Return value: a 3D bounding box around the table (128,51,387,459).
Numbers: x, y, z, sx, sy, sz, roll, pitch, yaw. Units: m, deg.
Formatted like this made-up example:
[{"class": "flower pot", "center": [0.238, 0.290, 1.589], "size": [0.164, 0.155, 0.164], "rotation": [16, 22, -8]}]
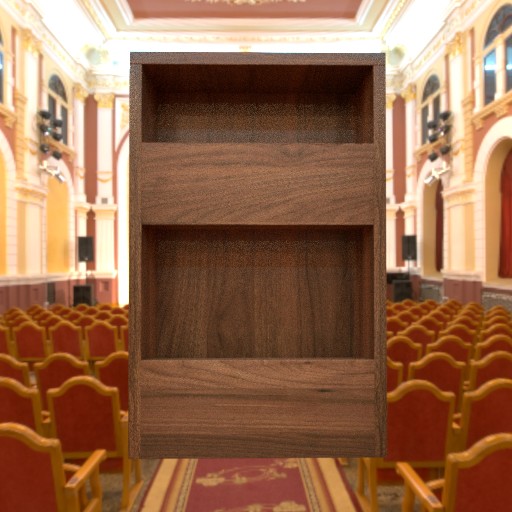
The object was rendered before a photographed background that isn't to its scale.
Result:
[{"class": "table", "center": [0.000, 0.000, 1.526], "size": [0.660, 1.041, 0.786], "rotation": [0, -1, -1]}]
